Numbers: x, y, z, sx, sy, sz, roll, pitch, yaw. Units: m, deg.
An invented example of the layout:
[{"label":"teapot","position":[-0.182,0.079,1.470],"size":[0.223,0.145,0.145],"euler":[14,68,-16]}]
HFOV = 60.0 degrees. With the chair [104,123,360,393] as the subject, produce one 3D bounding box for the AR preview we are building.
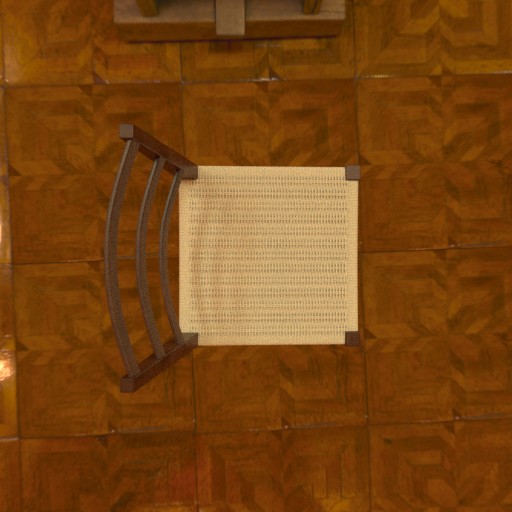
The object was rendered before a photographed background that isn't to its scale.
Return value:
[{"label":"chair","position":[0.000,0.000,1.175],"size":[0.551,0.813,0.480],"euler":[0,91,-1]}]
